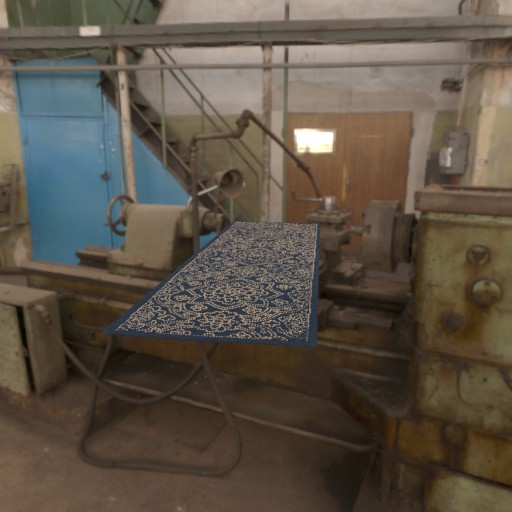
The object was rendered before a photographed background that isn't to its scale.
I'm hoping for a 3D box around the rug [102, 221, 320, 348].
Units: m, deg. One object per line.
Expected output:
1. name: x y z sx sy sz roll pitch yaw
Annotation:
1. rug: 0.000 0.000 2.702 0.769 0.012 2.448 2 14 8
